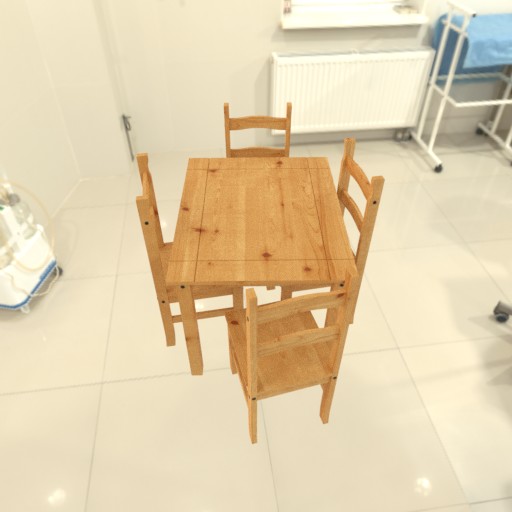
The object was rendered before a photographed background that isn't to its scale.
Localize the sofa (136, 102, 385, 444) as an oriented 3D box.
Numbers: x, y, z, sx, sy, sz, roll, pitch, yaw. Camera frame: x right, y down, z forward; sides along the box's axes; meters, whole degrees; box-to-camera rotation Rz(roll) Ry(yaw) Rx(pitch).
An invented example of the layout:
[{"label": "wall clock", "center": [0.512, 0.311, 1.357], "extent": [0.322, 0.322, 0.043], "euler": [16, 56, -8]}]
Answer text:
[{"label": "sofa", "center": [0.000, 0.000, 2.311], "extent": [1.144, 1.000, 1.529], "euler": [-1, 42, -1]}]
